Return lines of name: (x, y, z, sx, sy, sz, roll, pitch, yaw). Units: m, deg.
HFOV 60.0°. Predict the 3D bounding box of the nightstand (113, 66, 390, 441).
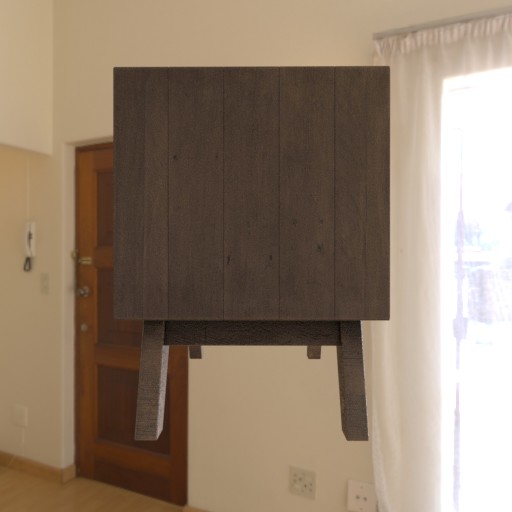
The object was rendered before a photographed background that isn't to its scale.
nightstand: (0.000, 0.000, 1.023, 0.450, 0.599, 0.650, 0, 0, 0)
